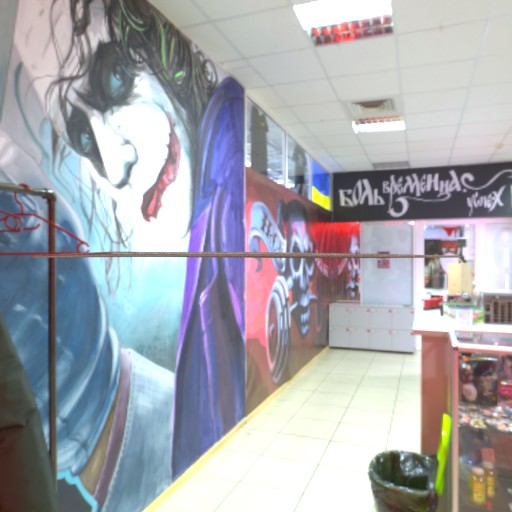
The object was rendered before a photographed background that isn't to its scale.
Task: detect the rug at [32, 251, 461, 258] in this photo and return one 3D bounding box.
[{"bbox_3d":[0.000,0.000,3.011,2.498,0.022,1.535,0,-1,-37],"label":"rug"}]
